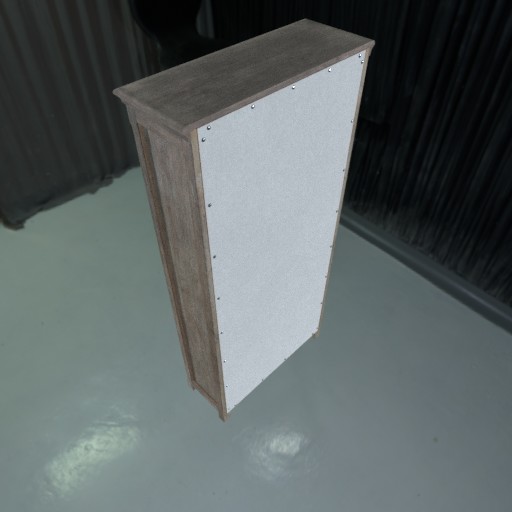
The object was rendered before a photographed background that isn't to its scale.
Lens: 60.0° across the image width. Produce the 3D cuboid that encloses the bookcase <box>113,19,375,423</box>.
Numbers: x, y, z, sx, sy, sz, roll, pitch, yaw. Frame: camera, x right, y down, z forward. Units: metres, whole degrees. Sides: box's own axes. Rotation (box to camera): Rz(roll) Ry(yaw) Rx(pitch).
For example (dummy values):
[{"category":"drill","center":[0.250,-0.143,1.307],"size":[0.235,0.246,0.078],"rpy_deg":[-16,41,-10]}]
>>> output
[{"category":"bookcase","center":[0.000,0.000,2.168],"size":[0.906,1.880,0.348],"rpy_deg":[-35,55,-30]}]
